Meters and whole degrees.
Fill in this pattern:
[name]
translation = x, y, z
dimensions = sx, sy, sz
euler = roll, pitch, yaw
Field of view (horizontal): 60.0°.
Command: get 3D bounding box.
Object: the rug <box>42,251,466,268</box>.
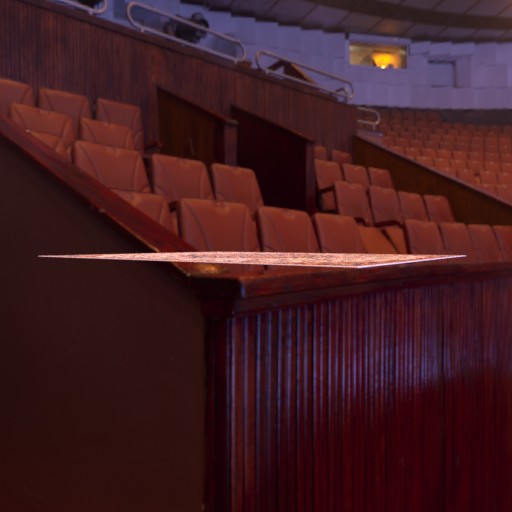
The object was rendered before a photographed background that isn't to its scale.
[rug]
translation = 0.000, 0.000, 4.060
dimensions = 3.067, 0.005, 2.454
euler = 1, 2, 36
